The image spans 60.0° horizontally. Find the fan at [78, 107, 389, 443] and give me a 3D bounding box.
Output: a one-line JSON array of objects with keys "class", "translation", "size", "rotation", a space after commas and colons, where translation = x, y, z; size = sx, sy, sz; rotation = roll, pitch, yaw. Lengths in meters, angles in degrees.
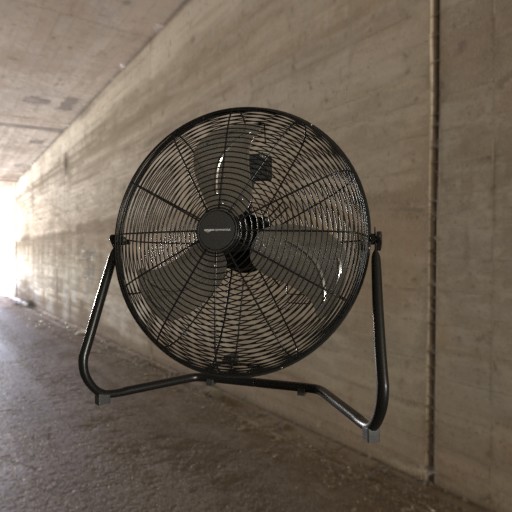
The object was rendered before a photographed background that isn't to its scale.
[{"class": "fan", "translation": [0.000, 0.000, 1.004], "size": [0.595, 0.605, 0.470], "rotation": [0, 1, 19]}]
